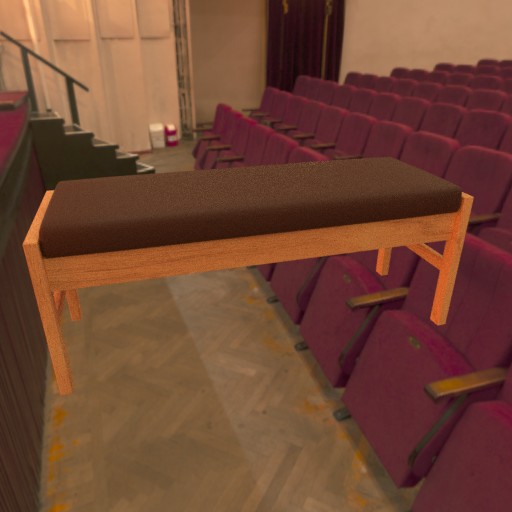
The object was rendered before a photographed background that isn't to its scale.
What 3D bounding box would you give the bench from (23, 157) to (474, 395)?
[{"bbox_3d":[0.000,0.000,1.401,1.200,0.480,0.405,-7,27,-14],"label":"bench"}]
